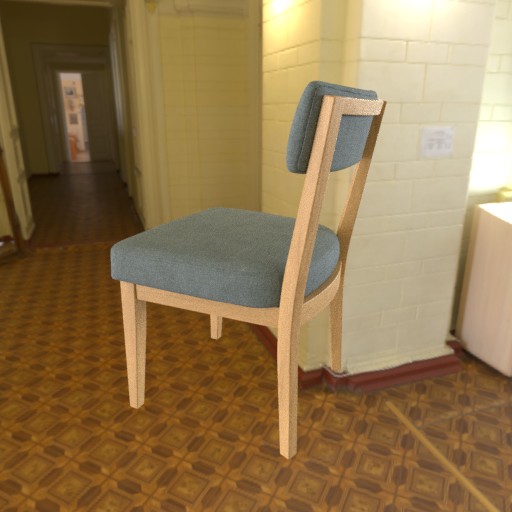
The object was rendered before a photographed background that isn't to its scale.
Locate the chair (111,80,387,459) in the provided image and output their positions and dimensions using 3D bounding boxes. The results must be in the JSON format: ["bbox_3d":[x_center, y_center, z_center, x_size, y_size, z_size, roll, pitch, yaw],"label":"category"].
[{"bbox_3d":[0.000,0.000,1.176,0.572,0.832,0.508,9,20,24],"label":"chair"}]
